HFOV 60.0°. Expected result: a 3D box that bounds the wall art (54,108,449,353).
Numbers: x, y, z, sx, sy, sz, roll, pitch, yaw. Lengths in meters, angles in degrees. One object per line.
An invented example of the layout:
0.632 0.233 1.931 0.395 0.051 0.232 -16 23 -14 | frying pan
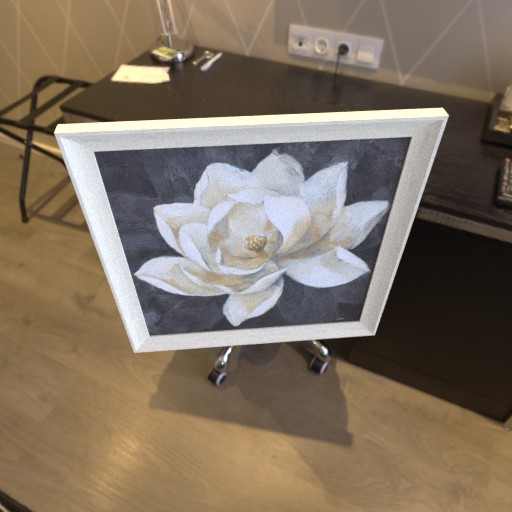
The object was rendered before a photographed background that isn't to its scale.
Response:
0.000 0.000 1.516 1.016 1.016 0.045 -4 46 -3 | wall art
